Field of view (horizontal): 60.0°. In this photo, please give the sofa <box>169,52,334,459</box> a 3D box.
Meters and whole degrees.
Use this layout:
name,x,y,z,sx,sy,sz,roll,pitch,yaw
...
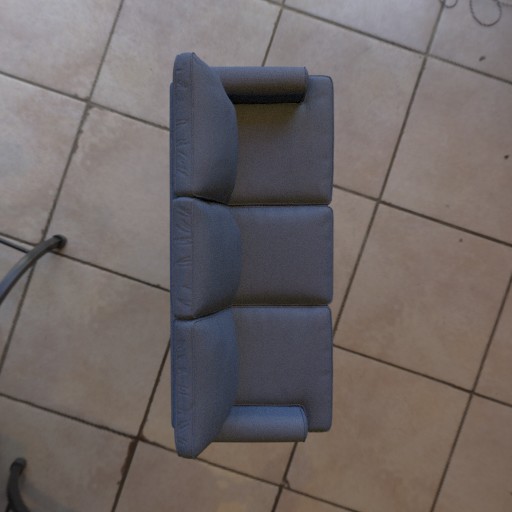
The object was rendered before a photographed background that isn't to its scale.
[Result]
name,x,y,z,sx,sy,sz,roll,pitch,yaw
sofa,0.000,0.000,2.630,0.951,0.965,2.158,0,91,0
